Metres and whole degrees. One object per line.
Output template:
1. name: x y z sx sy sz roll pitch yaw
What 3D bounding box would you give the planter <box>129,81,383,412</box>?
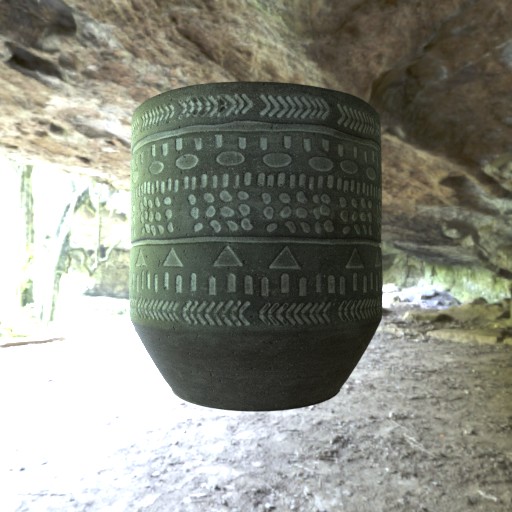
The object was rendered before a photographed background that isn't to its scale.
1. planter: 0.000 0.000 0.259 0.142 0.149 0.142 0 -1 0
